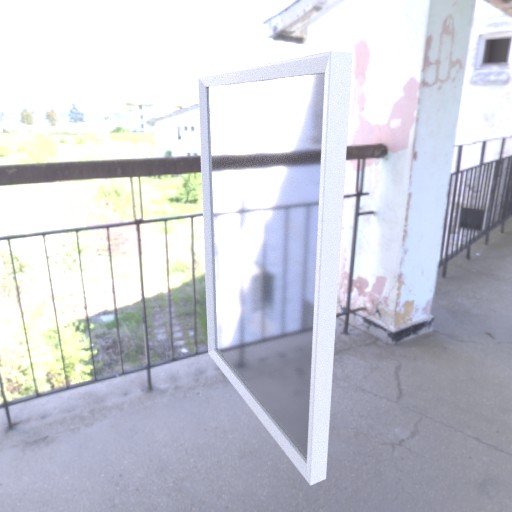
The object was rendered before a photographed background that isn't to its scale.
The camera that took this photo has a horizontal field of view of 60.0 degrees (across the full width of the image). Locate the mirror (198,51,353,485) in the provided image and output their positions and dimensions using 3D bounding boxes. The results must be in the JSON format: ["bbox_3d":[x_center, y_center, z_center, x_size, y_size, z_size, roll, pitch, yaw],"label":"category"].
[{"bbox_3d":[0.000,0.000,0.904,0.039,0.710,0.507,-9,20,-25],"label":"mirror"}]
